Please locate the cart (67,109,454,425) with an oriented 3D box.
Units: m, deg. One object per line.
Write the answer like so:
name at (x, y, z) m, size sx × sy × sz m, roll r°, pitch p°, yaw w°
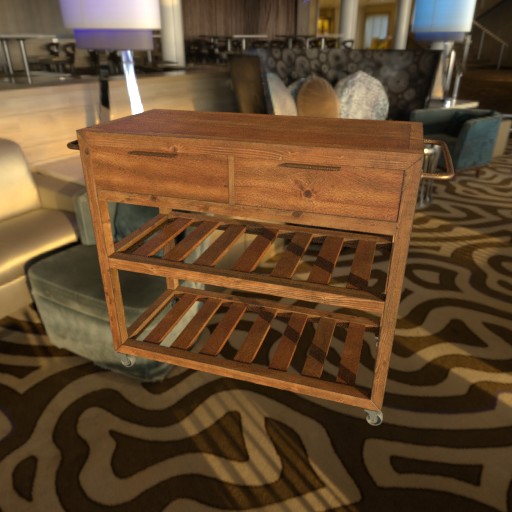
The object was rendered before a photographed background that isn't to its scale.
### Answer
cart at (0.000, 0.000, 1.458) m, size 1.065 × 0.830 × 0.445 m, roll 8°, pitch 27°, yaw 16°
